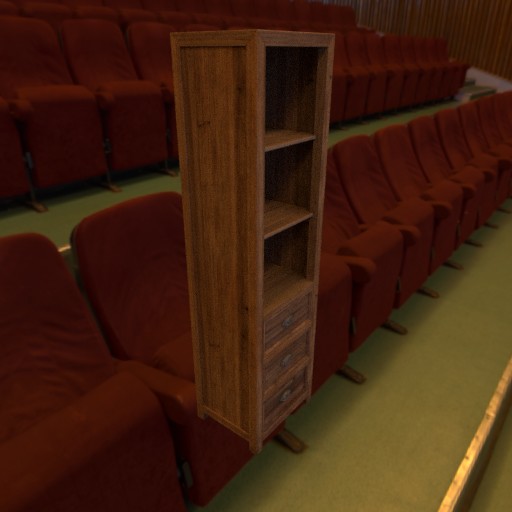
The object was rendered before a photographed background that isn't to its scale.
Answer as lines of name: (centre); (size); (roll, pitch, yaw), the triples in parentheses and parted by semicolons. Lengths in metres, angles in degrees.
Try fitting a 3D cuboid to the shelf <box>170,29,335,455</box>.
shelf: (0.000, 0.000, 2.115); (0.428, 1.900, 0.500); (19, 31, 35)
